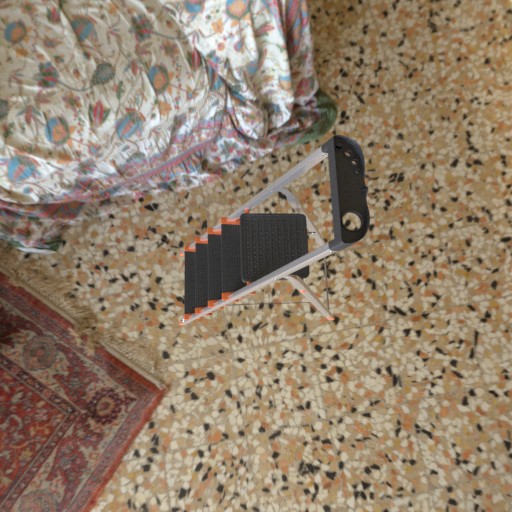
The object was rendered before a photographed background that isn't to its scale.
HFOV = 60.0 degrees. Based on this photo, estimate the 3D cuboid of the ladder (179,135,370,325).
[{"bbox_3d":[0.000,0.000,2.089,0.995,1.646,0.480,-2,77,0],"label":"ladder"}]
